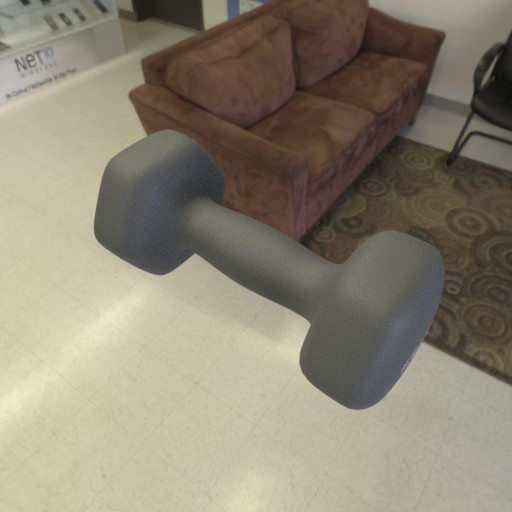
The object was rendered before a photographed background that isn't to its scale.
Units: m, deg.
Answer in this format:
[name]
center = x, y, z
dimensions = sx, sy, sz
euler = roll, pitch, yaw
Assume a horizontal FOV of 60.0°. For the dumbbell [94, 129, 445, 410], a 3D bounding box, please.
[dumbbell]
center = 0.000, 0.000, 0.309
dimensions = 0.240, 0.105, 0.116
euler = 30, 53, 25
